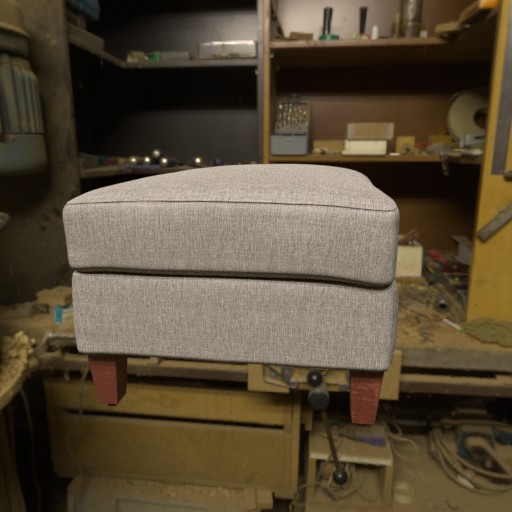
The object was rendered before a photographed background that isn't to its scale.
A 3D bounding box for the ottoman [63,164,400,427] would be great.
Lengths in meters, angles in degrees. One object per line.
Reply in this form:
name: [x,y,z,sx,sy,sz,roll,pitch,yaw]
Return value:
ottoman: [0.000,0.000,1.215,0.639,0.494,0.873,2,14,7]
